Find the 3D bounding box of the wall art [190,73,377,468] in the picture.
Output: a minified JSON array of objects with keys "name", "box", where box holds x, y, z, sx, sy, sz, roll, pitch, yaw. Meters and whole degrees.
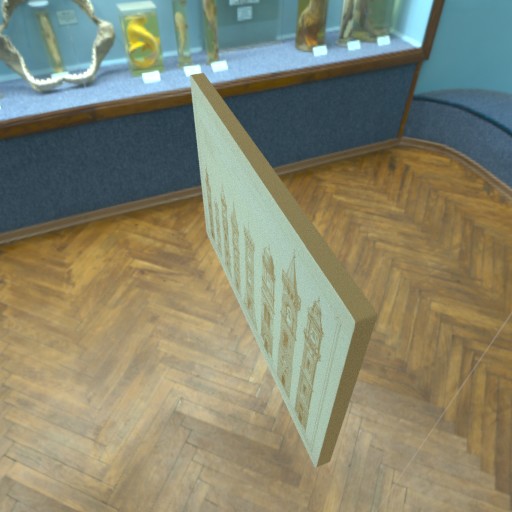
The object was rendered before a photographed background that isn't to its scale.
[{"name":"wall art","box":[0.000,0.000,0.488,0.019,0.254,0.380,-16,48,-15]}]
